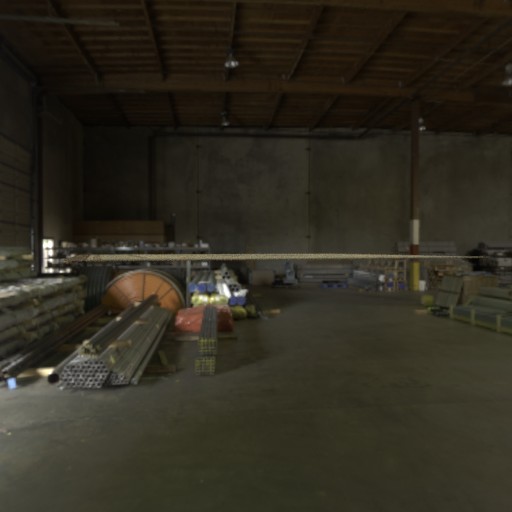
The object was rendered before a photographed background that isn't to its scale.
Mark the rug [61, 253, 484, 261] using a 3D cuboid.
[{"bbox_3d":[0.000,0.000,4.189,3.221,0.011,2.379,0,1,-20],"label":"rug"}]
